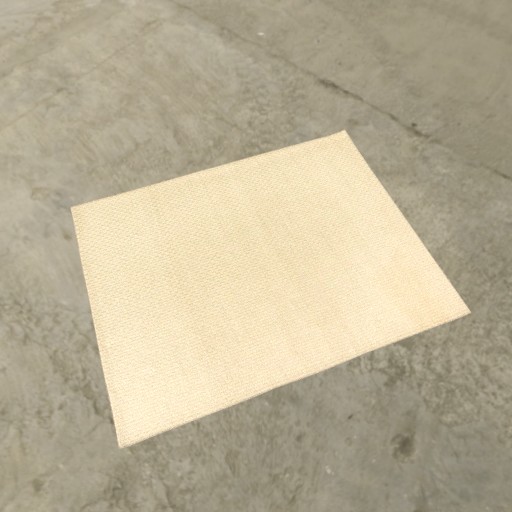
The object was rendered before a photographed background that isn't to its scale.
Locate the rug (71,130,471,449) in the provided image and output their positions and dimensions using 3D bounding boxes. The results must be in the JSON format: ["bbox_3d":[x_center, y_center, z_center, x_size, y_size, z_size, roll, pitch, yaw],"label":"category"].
[{"bbox_3d":[0.000,0.000,3.896,2.897,0.035,2.277,-18,60,-11],"label":"rug"}]
